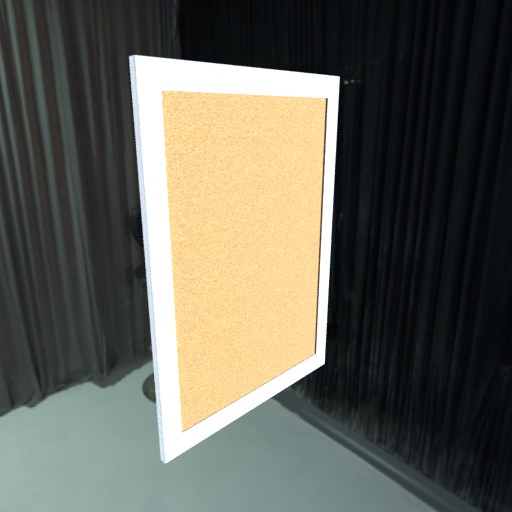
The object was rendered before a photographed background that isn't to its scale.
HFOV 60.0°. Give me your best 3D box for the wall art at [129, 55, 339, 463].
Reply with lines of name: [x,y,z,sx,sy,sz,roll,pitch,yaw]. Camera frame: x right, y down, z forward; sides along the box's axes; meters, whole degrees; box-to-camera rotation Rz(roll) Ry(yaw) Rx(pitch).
wall art: [0.000,0.000,0.675,0.012,0.529,0.374,17,24,42]
